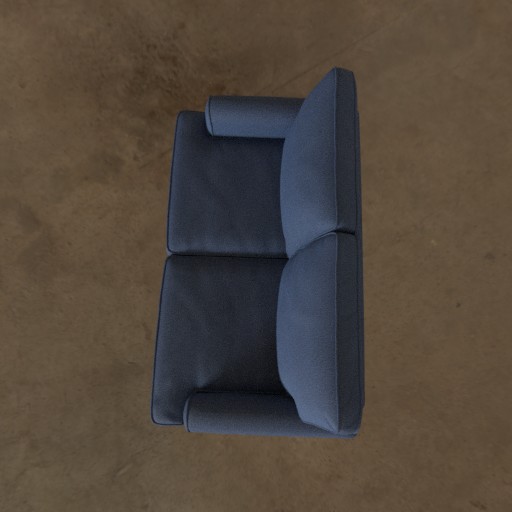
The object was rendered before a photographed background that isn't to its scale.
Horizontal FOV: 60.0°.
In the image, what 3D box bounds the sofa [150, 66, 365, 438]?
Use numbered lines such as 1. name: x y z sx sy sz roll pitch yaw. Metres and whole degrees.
1. sofa: 0.000 0.000 2.193 0.965 0.965 1.651 2 76 1
